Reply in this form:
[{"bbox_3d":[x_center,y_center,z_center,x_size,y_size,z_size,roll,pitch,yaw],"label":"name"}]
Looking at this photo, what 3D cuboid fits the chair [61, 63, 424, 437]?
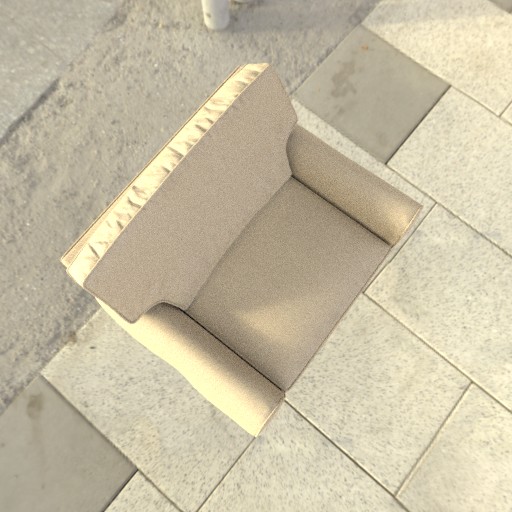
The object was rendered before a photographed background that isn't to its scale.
[{"bbox_3d":[0.000,0.000,1.791,0.903,0.937,1.096,37,78,9],"label":"chair"}]
